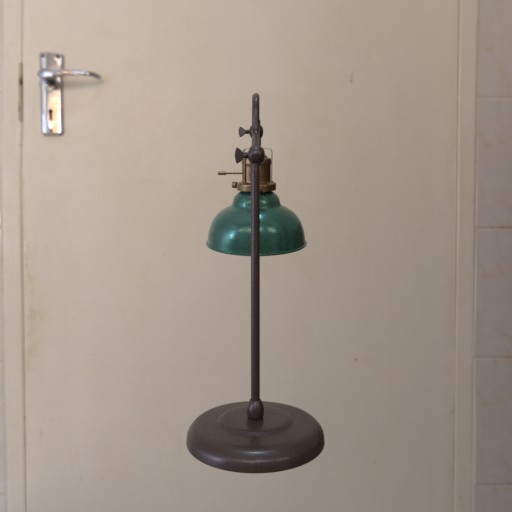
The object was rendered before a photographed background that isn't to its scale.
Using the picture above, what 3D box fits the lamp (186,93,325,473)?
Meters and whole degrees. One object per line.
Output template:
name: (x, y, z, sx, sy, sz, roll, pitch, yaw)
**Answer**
lamp: (0.000, 0.000, 0.707, 0.192, 0.508, 0.374, 0, 1, 0)
